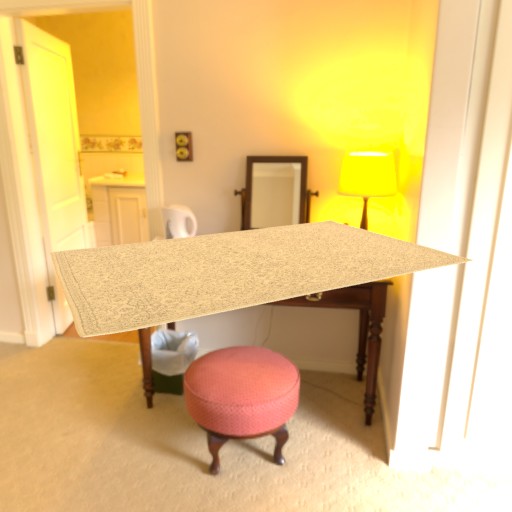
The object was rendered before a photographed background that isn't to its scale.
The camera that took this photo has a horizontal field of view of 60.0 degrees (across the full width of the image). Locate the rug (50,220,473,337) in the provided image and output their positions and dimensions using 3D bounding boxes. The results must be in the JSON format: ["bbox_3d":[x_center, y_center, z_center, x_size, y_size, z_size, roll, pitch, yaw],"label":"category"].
[{"bbox_3d":[0.000,0.000,2.982,2.434,0.023,1.518,-8,18,-27],"label":"rug"}]
